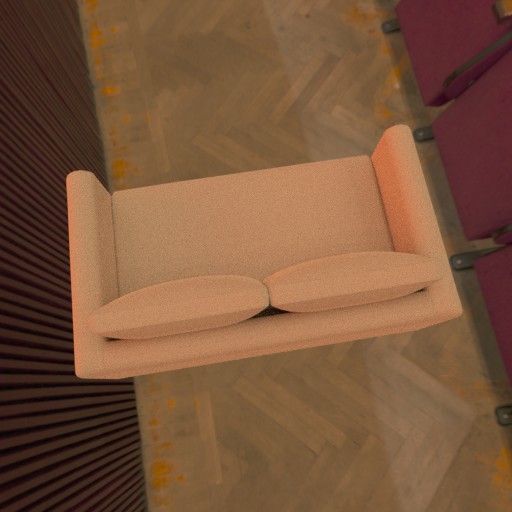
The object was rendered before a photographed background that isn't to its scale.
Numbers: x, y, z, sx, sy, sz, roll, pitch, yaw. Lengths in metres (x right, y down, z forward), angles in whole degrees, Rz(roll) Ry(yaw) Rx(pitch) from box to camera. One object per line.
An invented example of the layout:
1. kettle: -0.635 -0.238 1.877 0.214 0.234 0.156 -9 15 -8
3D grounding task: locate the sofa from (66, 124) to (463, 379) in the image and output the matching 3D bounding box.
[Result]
1. sofa: 0.000 0.000 2.122 1.598 0.873 0.905 -9 74 -2
